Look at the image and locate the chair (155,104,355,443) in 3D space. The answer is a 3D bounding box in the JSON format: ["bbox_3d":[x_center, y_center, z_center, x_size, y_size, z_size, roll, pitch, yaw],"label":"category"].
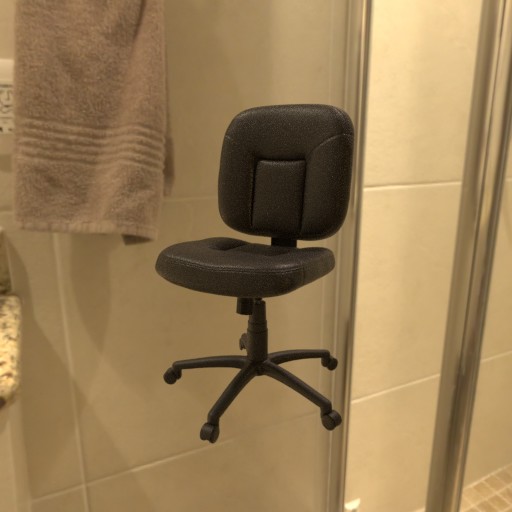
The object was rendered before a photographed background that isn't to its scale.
[{"bbox_3d":[0.000,0.000,1.416,0.647,0.959,0.646,7,16,26],"label":"chair"}]
